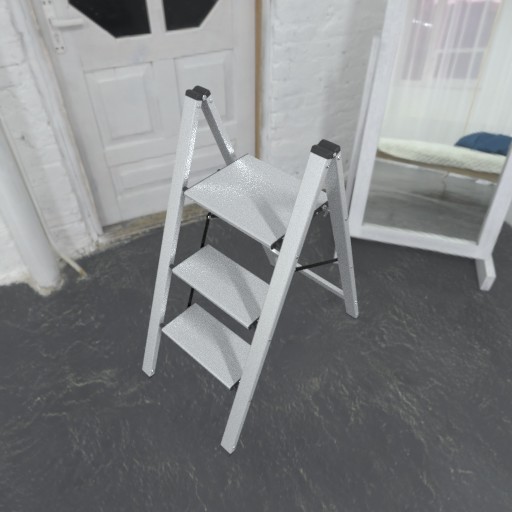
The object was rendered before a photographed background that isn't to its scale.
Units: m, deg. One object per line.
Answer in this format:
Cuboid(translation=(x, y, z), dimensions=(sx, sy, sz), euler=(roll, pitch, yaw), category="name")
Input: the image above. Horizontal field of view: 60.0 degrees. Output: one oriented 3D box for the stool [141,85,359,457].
Cuboid(translation=(0.000, 0.000, 1.326), dimensions=(0.441, 0.902, 0.730), euler=(33, 53, 28), category="stool")
